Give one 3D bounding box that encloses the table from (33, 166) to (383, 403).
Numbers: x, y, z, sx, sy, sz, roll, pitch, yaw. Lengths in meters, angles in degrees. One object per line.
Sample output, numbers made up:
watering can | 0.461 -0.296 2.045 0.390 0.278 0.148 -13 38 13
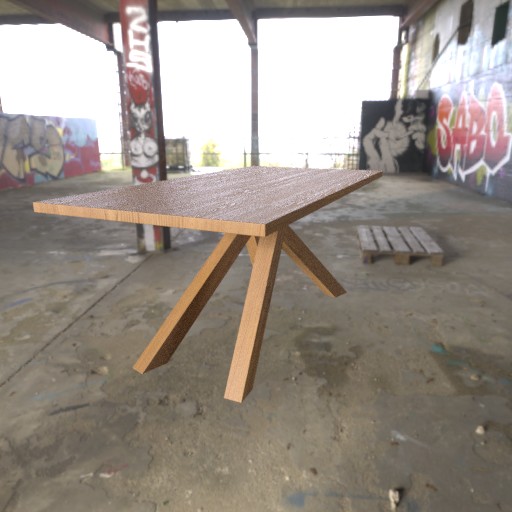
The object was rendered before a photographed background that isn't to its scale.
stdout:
table | 0.000 0.000 2.268 0.901 0.750 1.797 7 17 24
